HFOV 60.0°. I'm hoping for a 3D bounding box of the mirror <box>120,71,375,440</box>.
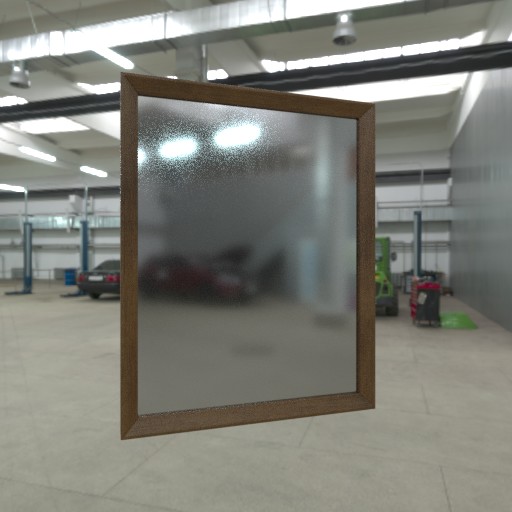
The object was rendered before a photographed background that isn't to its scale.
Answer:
[{"bbox_3d":[0.000,0.000,0.693,0.406,0.509,0.041,0,0,-18],"label":"mirror"}]
